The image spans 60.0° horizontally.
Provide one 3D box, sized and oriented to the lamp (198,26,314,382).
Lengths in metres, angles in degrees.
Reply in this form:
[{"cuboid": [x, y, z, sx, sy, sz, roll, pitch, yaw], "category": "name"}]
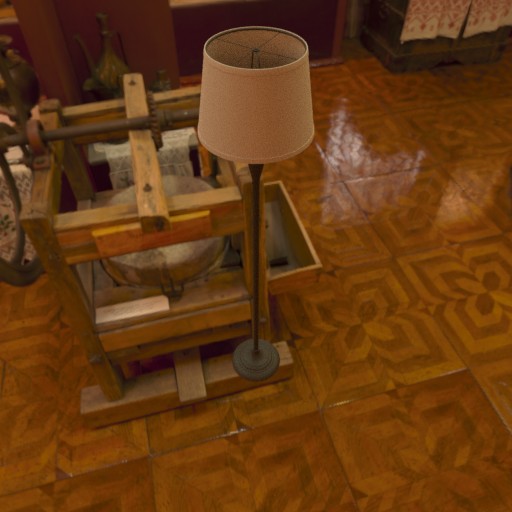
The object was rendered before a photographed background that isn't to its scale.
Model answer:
[{"cuboid": [0.000, 0.000, 1.633, 0.327, 1.506, 0.327, -10, 48, -9], "category": "lamp"}]
